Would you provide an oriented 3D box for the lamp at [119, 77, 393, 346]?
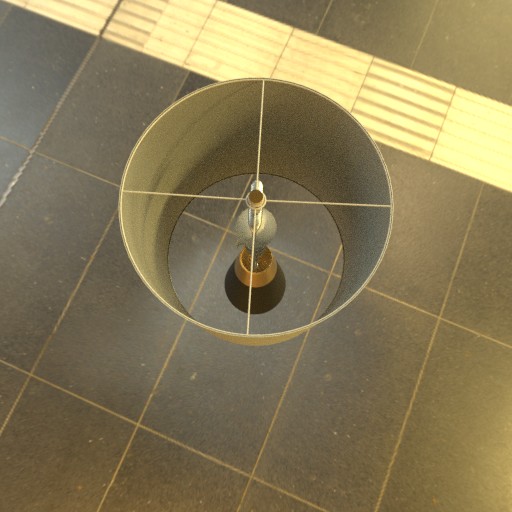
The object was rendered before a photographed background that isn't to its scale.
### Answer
[{"bbox_3d":[0.000,0.000,0.774,0.308,0.580,0.308,3,77,1],"label":"lamp"}]
